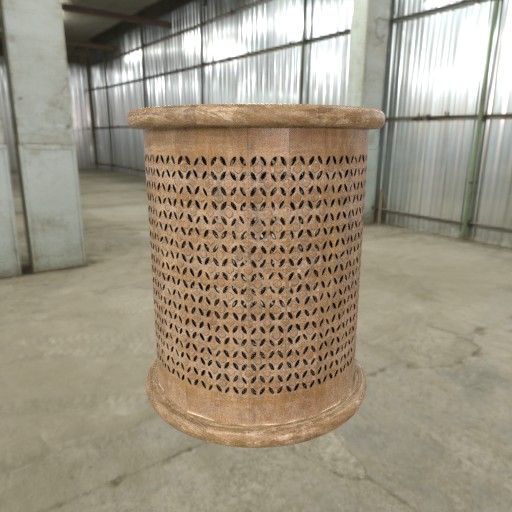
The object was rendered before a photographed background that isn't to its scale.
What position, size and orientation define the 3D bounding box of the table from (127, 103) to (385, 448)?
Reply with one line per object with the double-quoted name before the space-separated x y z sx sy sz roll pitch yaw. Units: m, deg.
"table" 0.000 0.000 0.783 0.407 0.482 0.407 0 15 0
